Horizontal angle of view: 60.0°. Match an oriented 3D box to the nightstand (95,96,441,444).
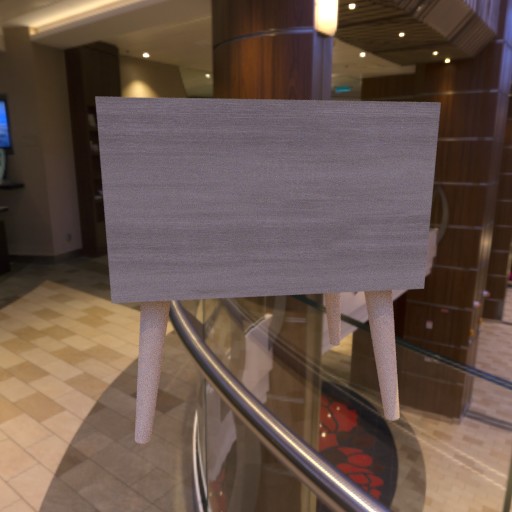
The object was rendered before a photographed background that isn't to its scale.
[{"bbox_3d":[0.000,0.000,0.809,0.450,0.500,0.380,-2,13,-8],"label":"nightstand"}]
